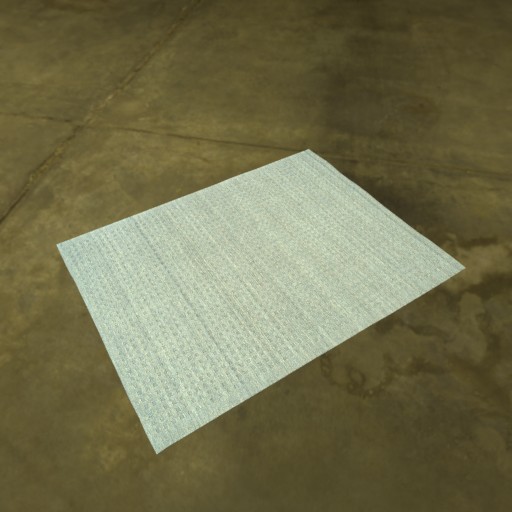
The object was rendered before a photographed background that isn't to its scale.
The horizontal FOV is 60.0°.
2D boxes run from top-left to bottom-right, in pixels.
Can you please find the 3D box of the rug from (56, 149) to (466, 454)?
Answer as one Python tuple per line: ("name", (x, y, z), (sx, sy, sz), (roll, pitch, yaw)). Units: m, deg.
("rug", (0.000, 0.000, 4.340), (3.200, 0.007, 2.443), (-25, 51, -22))
